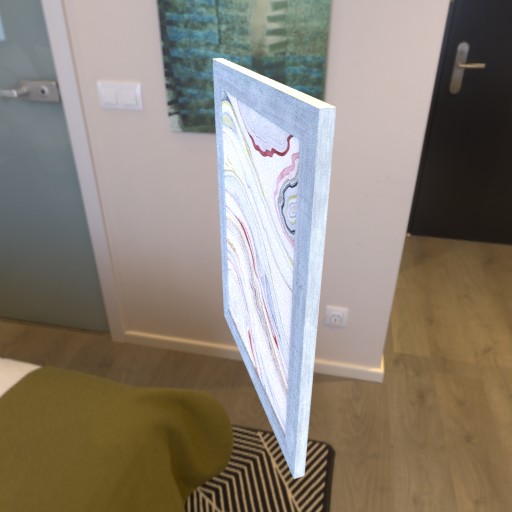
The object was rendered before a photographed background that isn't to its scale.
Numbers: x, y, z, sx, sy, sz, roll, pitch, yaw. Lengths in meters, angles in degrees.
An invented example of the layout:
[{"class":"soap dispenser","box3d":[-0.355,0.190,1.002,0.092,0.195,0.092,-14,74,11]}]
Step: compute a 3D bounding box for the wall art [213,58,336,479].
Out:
[{"class":"wall art","box3d":[0.000,0.000,0.807,0.020,0.613,0.481,-9,31,-15]}]
